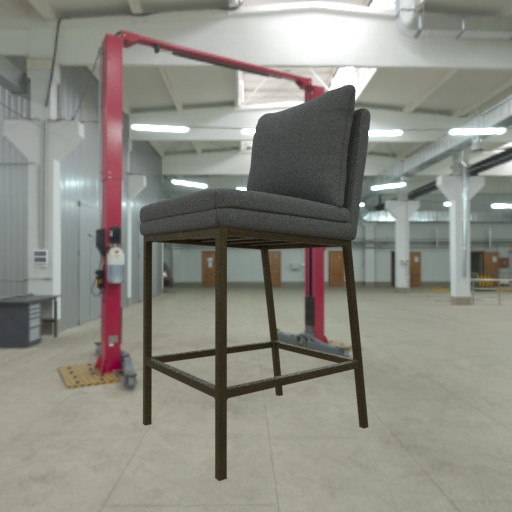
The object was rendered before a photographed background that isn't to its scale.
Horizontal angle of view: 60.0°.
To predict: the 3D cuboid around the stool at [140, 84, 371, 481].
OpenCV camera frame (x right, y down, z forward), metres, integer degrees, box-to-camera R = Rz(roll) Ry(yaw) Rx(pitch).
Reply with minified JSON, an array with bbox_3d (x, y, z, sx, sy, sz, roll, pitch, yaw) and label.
[{"bbox_3d":[0.000,0.000,1.348,0.569,1.030,0.463,1,-1,-37],"label":"stool"}]
